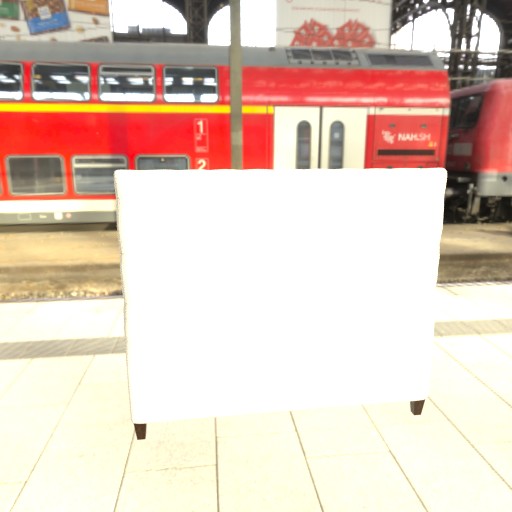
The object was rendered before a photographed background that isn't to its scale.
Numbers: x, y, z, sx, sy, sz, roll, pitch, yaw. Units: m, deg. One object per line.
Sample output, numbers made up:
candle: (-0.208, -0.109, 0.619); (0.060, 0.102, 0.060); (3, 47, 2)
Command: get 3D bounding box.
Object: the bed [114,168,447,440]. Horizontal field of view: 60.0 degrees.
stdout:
bed: (0.000, 0.000, 3.455); (1.698, 1.427, 2.387); (-2, 14, -8)
